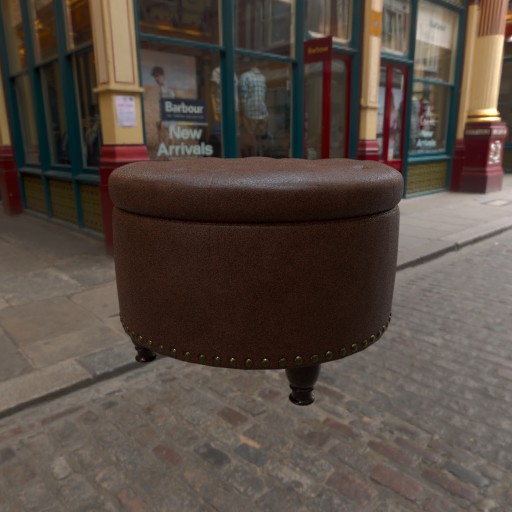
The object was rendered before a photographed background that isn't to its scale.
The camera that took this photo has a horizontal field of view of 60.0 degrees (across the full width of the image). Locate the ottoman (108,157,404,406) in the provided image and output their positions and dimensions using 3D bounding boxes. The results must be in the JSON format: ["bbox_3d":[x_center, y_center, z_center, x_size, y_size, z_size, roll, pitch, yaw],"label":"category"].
[{"bbox_3d":[0.000,0.000,1.047,0.637,0.442,0.637,0,15,0],"label":"ottoman"}]
